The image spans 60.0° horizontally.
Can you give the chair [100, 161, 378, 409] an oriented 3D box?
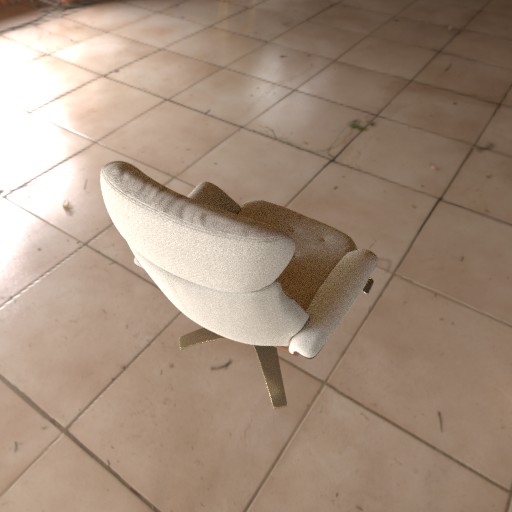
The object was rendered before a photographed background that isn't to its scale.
[{"bbox_3d":[0.000,0.000,1.559,0.785,0.995,0.837,25,51,22],"label":"chair"}]
